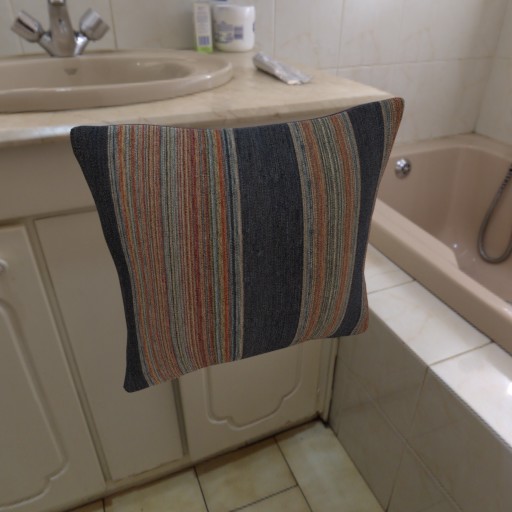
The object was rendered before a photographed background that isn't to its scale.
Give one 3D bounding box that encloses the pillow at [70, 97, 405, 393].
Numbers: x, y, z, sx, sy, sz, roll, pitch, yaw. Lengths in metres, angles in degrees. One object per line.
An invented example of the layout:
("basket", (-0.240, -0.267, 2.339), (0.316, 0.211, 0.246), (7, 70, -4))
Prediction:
("pillow", (0.000, 0.000, 0.648), (0.437, 0.419, 0.136), (-11, 33, -17))
